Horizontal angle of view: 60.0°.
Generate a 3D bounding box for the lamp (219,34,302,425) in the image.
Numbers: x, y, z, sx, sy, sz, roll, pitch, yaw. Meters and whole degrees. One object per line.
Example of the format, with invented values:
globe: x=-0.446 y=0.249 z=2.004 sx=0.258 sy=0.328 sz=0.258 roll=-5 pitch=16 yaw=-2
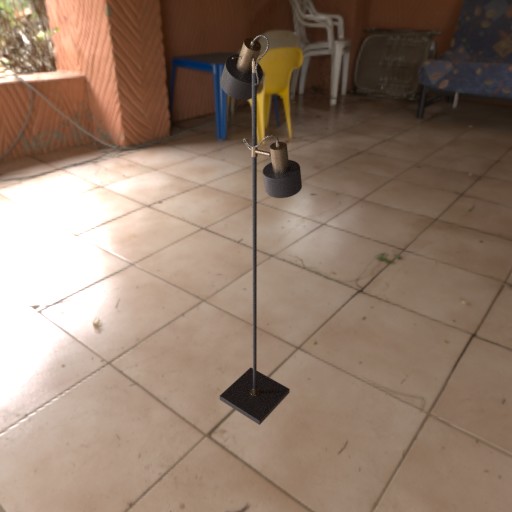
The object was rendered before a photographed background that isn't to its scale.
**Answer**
lamp: x=0.000 y=0.000 z=1.680 sx=0.315 sy=1.505 sz=0.233 roll=21 pitch=36 yaw=32
